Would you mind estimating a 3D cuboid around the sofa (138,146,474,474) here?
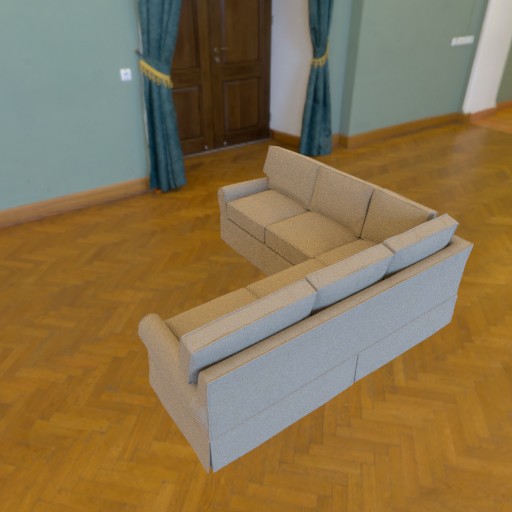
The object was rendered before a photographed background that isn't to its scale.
[{"bbox_3d":[0.000,0.000,4.262,2.733,1.124,2.730,-21,38,-29],"label":"sofa"}]
